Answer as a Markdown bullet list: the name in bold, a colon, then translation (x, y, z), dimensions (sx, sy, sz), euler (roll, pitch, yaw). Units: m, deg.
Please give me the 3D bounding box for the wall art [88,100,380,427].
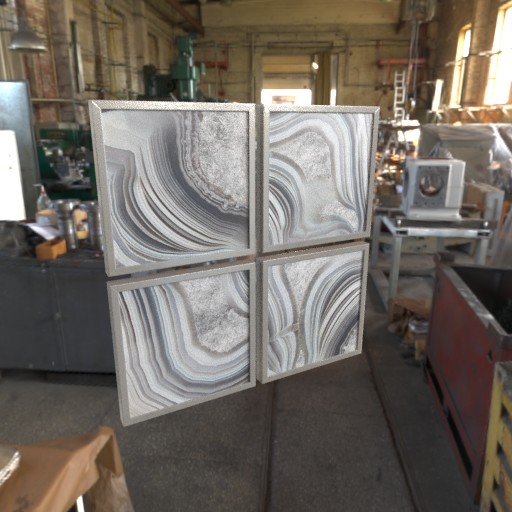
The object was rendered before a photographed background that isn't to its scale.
- **wall art**: translation (0.000, 0.000, 0.941), dimensions (0.611, 0.611, 0.029), euler (-9, 19, -27)
